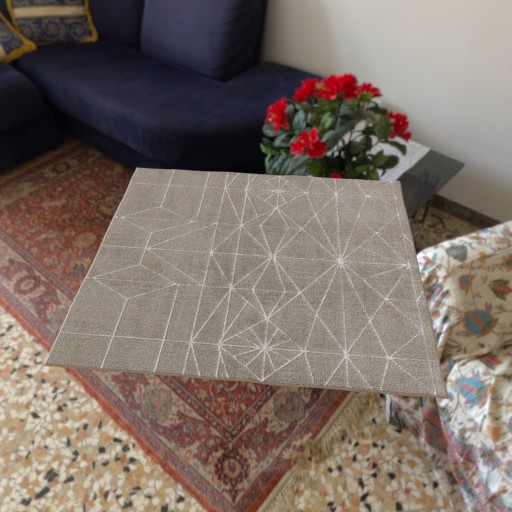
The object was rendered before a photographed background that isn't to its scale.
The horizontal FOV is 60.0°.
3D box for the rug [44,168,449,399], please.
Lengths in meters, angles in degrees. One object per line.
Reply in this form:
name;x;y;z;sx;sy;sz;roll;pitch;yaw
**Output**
rug;0.000;0.000;0.881;0.639;0.006;0.548;4;46;4
